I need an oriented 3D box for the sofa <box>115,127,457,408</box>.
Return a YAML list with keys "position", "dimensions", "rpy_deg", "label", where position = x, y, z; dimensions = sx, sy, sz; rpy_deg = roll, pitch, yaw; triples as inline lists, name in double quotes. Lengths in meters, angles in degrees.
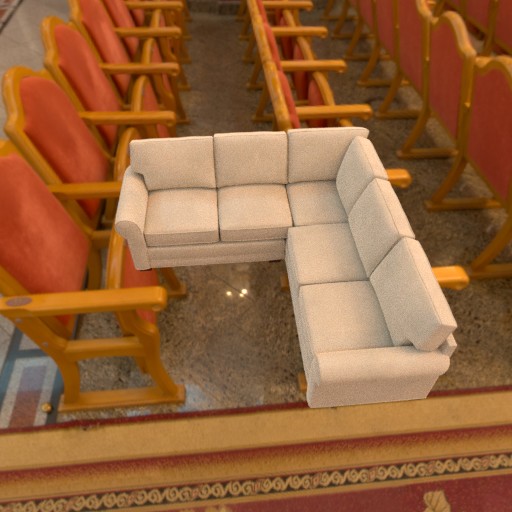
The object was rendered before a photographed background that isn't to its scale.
- position: [0.000, 0.000, 3.864]
  dimensions: [2.487, 1.054, 2.569]
  rpy_deg: [-4, 47, -3]
  label: "sofa"
